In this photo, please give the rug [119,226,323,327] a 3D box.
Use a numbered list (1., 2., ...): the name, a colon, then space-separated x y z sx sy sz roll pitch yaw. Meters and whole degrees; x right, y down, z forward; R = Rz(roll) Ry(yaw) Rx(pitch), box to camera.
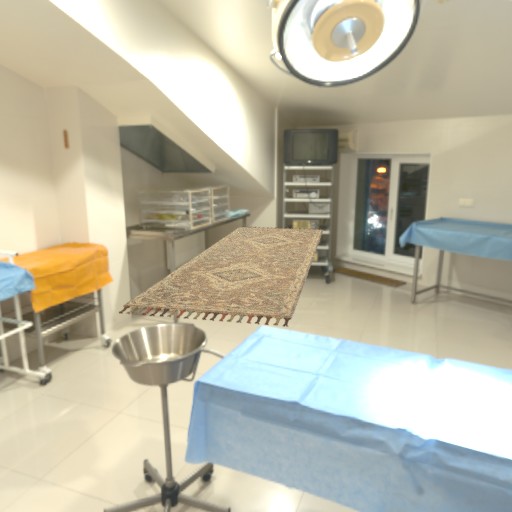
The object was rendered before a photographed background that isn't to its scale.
1. rug: 0.000 0.000 2.870 1.324 0.018 2.378 7 15 27
